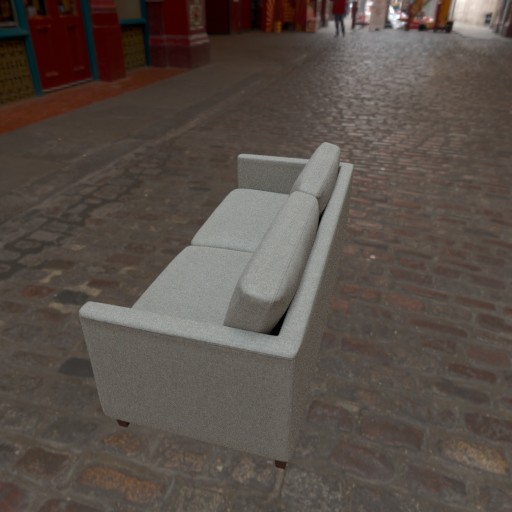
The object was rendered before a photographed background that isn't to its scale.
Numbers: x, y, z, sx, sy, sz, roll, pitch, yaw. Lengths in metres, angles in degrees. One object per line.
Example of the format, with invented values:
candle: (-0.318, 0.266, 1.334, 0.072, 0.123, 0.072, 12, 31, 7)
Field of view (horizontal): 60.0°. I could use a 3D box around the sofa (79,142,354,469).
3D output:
sofa: (0.000, 0.000, 2.740, 0.956, 0.963, 2.208, 8, 32, 14)
